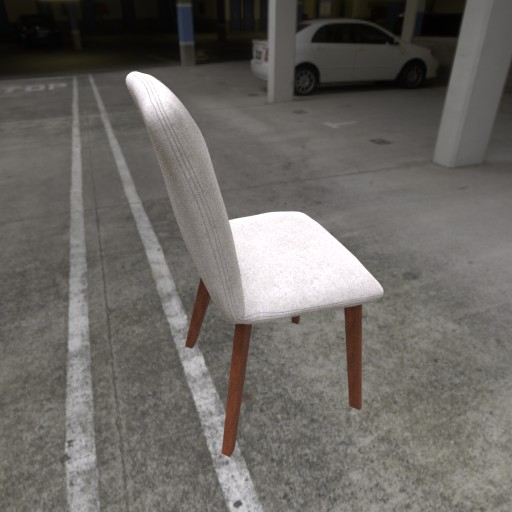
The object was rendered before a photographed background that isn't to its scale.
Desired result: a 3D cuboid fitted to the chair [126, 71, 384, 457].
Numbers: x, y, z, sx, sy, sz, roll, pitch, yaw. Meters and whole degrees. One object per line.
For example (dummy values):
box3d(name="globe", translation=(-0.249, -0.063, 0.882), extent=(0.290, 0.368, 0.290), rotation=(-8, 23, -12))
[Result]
box3d(name="chair", translation=(0.000, 0.000, 1.271), extent=(0.563, 0.974, 0.522), rotation=(-11, 33, -17))
